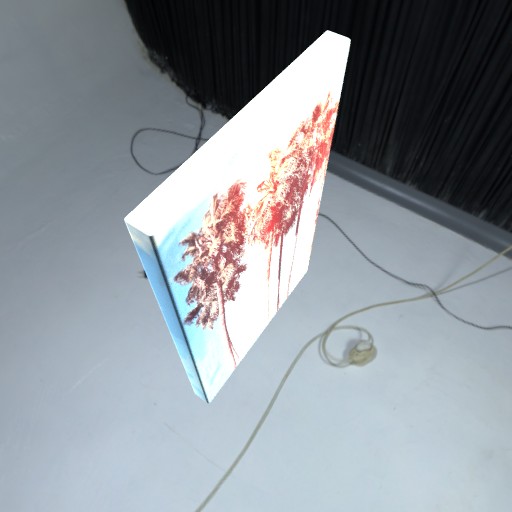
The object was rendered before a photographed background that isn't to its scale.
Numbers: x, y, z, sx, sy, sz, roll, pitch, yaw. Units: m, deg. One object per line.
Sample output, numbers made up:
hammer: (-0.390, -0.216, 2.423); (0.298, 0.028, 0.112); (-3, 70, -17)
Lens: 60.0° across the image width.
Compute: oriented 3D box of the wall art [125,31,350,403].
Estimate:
wall art: (0.000, 0.000, 0.773); (0.038, 0.610, 0.401); (30, 62, 18)
